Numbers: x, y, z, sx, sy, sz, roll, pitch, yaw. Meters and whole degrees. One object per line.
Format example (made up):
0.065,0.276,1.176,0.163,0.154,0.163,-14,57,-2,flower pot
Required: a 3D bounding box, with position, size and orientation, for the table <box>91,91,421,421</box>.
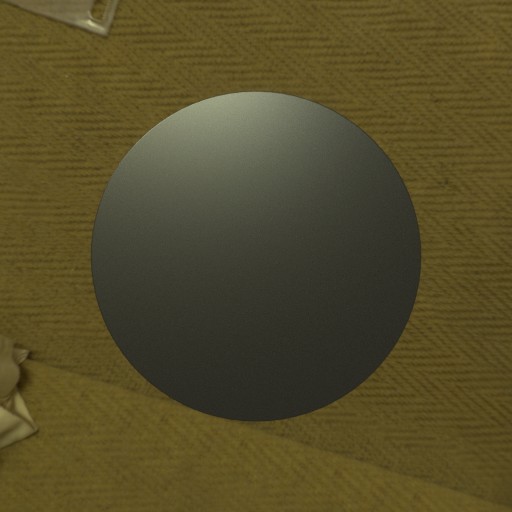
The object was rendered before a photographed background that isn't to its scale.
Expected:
0.000,0.000,1.451,0.914,0.457,0.914,0,91,0,table
